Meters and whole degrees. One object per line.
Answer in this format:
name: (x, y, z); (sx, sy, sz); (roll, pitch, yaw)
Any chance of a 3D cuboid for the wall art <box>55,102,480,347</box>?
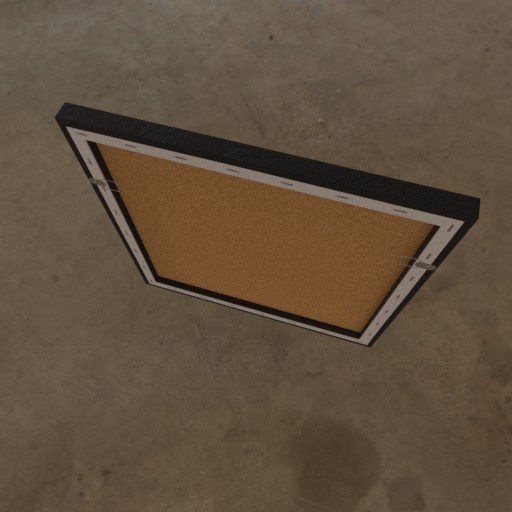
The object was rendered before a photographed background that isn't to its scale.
wall art: (0.000, 0.000, 1.106); (0.758, 0.758, 0.044); (15, 64, 8)
